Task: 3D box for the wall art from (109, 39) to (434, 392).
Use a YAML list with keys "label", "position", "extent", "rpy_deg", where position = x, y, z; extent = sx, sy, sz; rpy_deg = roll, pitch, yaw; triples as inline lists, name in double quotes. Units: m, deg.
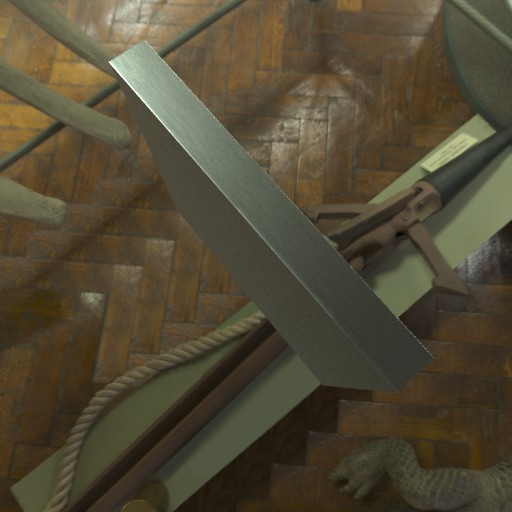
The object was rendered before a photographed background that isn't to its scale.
- label: "wall art"
  position: [0.000, 0.000, 0.514]
  extent: [0.038, 0.350, 0.350]
  rpy_deg: [-39, 78, -10]
